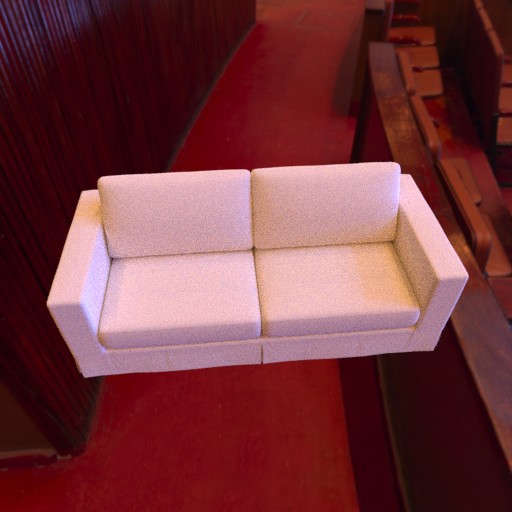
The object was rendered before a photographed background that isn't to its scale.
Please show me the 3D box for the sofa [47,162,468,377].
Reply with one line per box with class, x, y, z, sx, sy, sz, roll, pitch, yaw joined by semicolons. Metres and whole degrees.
sofa;0.000;0.000;2.688;2.163;0.881;0.954;-4;45;-4
